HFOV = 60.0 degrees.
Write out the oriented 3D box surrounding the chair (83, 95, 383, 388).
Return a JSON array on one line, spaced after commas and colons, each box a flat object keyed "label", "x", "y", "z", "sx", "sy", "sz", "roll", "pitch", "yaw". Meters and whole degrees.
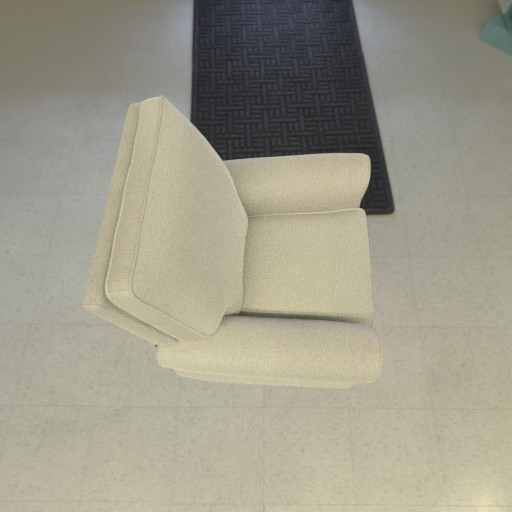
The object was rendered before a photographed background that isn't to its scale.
[{"label": "chair", "x": 0.000, "y": 0.000, "z": 1.644, "sx": 0.878, "sy": 0.960, "sz": 0.890, "roll": 3, "pitch": 65, "yaw": 1}]
